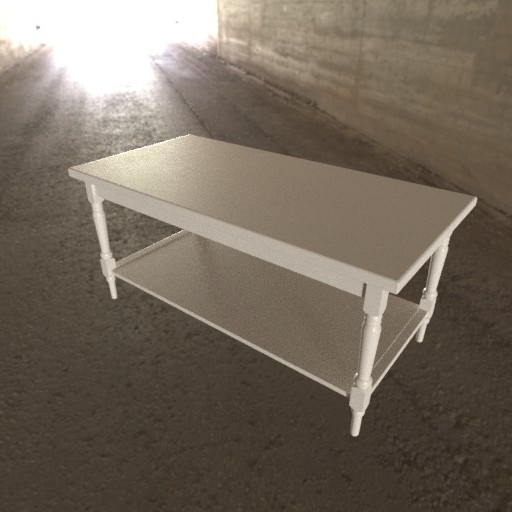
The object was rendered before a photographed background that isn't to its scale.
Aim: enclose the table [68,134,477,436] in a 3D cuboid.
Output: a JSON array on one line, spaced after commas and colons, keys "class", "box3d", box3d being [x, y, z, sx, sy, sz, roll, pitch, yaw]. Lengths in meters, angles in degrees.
[{"class": "table", "box3d": [0.000, 0.000, 1.441, 1.107, 0.510, 0.550, 21, 35, 32]}]
